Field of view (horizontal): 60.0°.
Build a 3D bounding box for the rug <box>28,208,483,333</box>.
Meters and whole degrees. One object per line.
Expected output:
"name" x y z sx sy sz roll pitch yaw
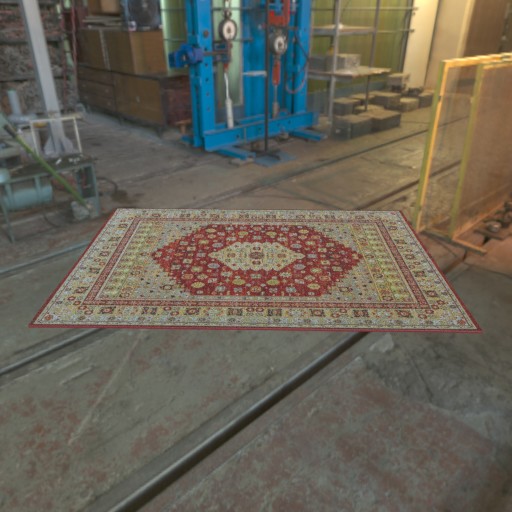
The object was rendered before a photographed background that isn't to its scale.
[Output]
"rug" 0.000 0.000 2.272 1.802 0.013 1.194 1 29 1
